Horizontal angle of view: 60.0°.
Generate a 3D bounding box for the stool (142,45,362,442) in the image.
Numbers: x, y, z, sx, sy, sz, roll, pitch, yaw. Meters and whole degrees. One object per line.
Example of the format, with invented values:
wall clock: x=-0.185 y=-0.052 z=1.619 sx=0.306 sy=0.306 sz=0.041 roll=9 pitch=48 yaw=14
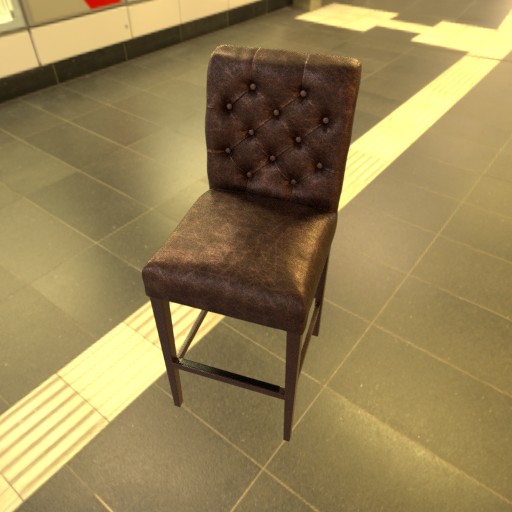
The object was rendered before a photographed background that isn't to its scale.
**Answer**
stool: x=0.000 y=0.000 z=1.515 sx=0.483 sy=1.168 sz=0.659 roll=12 pitch=43 yaw=14
